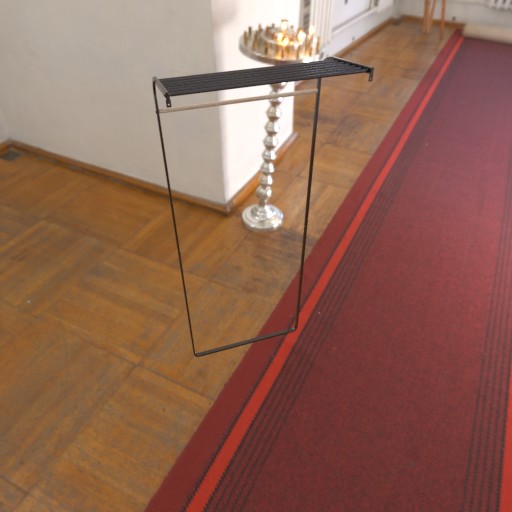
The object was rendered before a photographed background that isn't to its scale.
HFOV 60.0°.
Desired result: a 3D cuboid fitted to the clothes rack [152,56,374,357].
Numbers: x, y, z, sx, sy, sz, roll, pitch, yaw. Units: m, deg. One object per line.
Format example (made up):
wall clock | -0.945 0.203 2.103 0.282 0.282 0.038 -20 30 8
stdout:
clothes rack | 0.000 0.000 1.851 0.609 1.574 0.349 -12 43 -14
